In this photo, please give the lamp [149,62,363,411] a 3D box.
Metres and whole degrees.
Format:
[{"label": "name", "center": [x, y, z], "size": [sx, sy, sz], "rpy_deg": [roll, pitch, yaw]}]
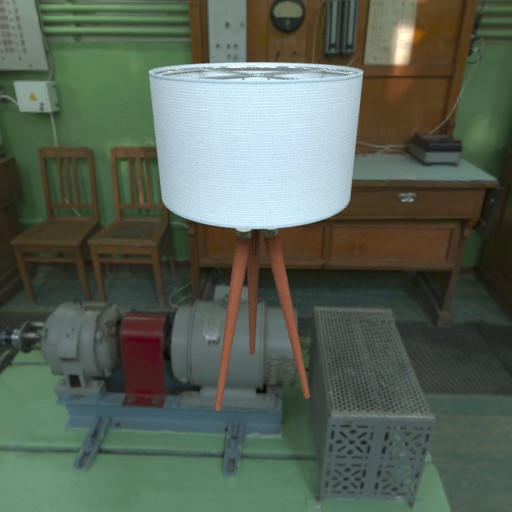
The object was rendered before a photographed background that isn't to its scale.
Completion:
[{"label": "lamp", "center": [0.000, 0.000, 0.911], "size": [0.355, 0.709, 0.354], "rpy_deg": [0, 27, 1]}]
